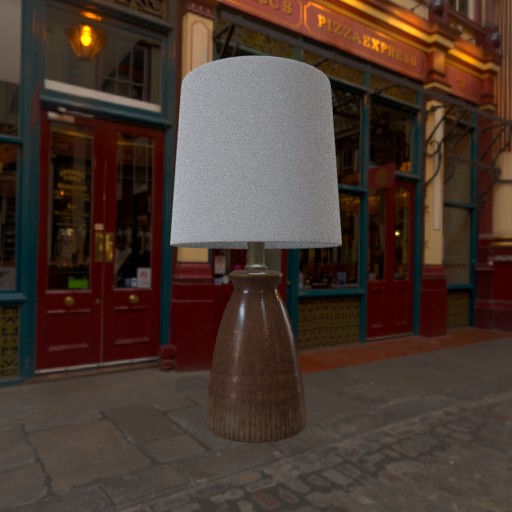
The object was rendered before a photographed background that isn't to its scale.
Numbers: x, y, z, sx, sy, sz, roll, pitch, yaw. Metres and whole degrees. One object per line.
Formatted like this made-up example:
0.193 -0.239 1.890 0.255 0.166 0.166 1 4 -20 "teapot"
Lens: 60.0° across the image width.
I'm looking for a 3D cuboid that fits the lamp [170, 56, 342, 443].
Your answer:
0.000 0.000 0.490 0.186 0.369 0.186 0 -1 0 "lamp"
